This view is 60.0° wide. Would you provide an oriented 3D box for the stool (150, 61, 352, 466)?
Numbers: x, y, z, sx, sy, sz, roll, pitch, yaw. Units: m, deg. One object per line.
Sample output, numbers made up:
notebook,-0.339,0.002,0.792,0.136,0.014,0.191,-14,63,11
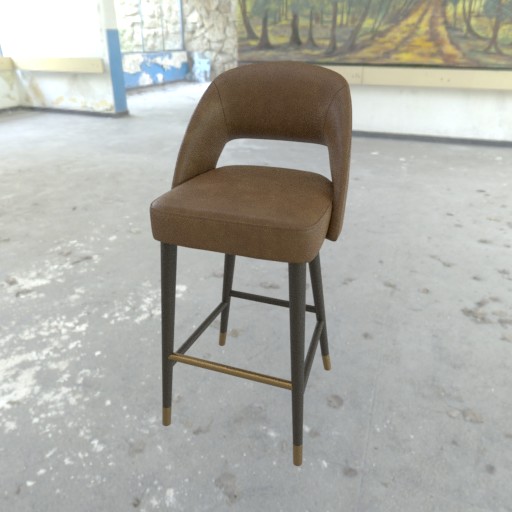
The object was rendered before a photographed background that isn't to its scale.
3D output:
stool,0.000,0.000,1.315,0.494,1.037,0.509,9,28,18
